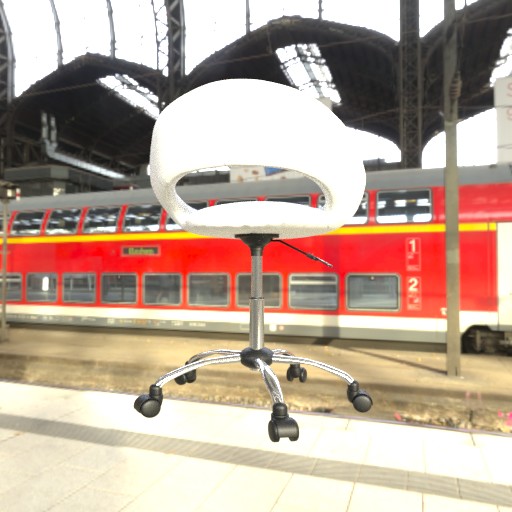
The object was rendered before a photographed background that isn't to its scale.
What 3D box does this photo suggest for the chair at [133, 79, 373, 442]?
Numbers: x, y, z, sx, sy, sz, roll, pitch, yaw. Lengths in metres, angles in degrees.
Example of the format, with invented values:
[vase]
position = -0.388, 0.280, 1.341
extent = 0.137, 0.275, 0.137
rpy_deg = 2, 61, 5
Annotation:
[chair]
position = 0.000, 0.000, 1.210
extent = 0.612, 0.791, 0.538
rpy_deg = -1, -2, 18
